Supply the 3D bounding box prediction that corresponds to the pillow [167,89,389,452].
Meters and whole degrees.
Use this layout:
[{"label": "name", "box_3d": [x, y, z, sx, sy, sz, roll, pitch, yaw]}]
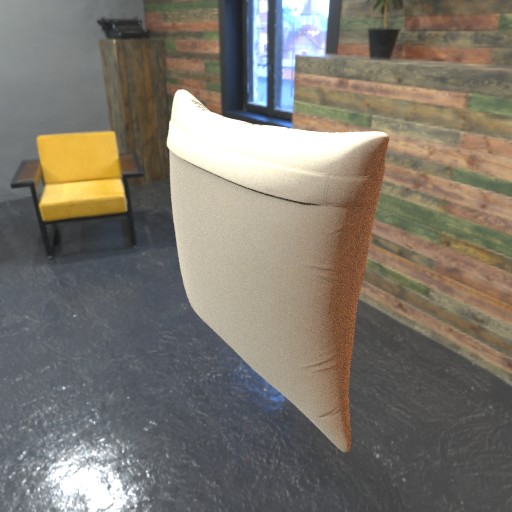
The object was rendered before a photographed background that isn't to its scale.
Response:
[{"label": "pillow", "box_3d": [0.000, 0.000, 0.623, 0.173, 0.406, 0.405, -18, 32, -31]}]
